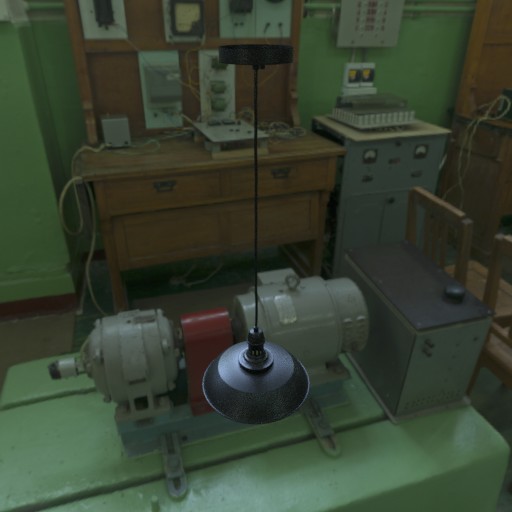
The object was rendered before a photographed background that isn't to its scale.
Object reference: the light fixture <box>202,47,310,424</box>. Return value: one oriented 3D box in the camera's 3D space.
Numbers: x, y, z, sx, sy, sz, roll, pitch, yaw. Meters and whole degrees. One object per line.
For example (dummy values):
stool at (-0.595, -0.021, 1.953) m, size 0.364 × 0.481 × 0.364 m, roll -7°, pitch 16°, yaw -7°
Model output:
light fixture at (0.000, 0.000, 1.161) m, size 0.331 × 0.993 × 0.331 m, roll -9°, pitch 30°, yaw -17°
